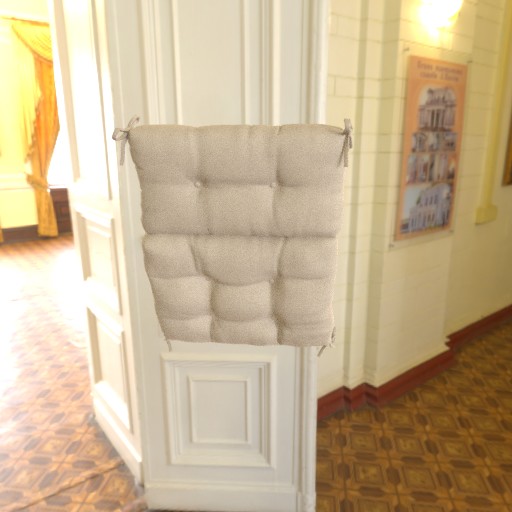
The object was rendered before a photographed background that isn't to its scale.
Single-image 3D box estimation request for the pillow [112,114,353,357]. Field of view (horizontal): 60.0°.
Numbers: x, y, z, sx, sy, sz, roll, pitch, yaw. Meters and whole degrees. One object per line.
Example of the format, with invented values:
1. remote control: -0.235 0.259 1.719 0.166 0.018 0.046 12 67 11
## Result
1. pillow: 0.000 0.000 1.486 0.526 0.863 1.016 2 15 7
